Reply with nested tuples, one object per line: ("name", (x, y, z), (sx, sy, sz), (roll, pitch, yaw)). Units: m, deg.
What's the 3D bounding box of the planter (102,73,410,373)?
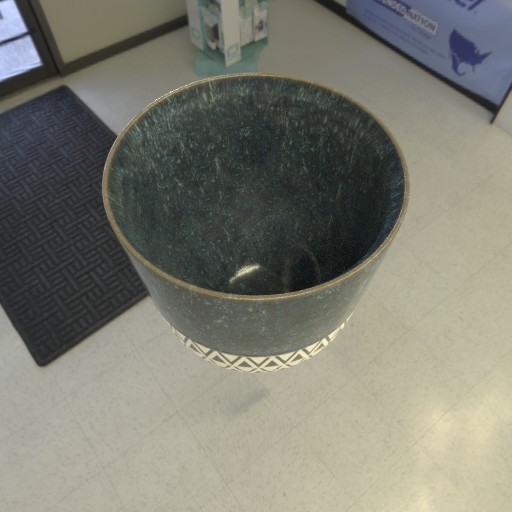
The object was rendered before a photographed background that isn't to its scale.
("planter", (0.000, 0.000, 0.374), (0.195, 0.214, 0.195), (0, 57, 0))
